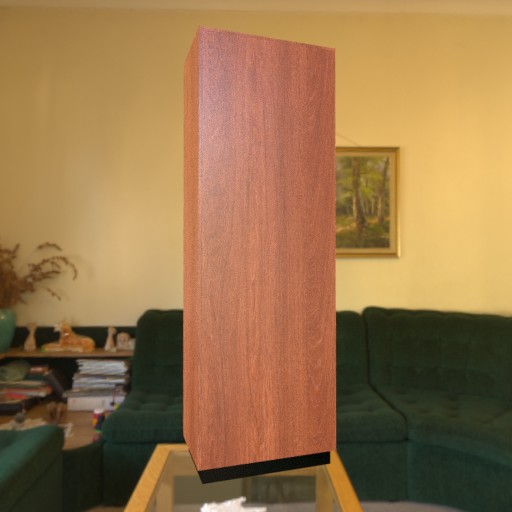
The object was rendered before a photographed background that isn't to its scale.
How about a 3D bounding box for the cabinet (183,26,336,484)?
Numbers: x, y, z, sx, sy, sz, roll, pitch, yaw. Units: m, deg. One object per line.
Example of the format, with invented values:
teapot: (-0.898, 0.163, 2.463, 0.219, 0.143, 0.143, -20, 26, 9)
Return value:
cabinet: (0.000, 0.000, 2.205, 0.660, 1.980, 0.420, 0, -1, -18)
